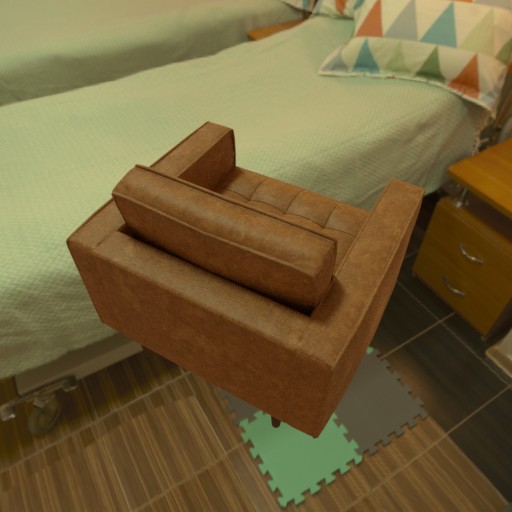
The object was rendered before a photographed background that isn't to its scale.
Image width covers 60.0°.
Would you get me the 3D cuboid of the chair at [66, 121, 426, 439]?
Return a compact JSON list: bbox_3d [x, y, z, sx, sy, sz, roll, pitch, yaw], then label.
[{"bbox_3d":[0.000,0.000,1.553,0.928,0.767,0.798,23,51,20],"label":"chair"}]
